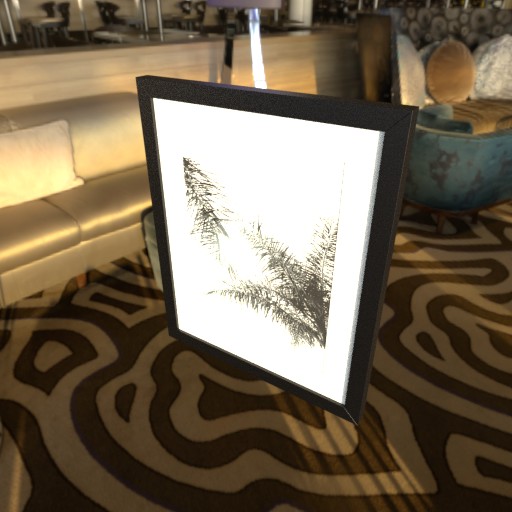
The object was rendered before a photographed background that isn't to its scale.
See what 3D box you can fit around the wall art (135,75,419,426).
[{"bbox_3d":[0.000,0.000,0.780,0.457,0.557,0.028,18,35,28],"label":"wall art"}]
